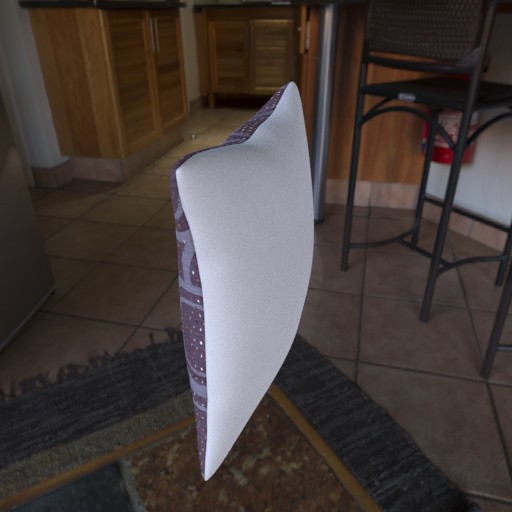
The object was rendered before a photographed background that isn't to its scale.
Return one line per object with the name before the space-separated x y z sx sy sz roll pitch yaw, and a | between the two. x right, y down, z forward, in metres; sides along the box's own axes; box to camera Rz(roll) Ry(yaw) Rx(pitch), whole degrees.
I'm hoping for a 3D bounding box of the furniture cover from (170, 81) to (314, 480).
furniture cover | 0.000 0.000 0.790 0.193 0.509 0.552 8 31 14
